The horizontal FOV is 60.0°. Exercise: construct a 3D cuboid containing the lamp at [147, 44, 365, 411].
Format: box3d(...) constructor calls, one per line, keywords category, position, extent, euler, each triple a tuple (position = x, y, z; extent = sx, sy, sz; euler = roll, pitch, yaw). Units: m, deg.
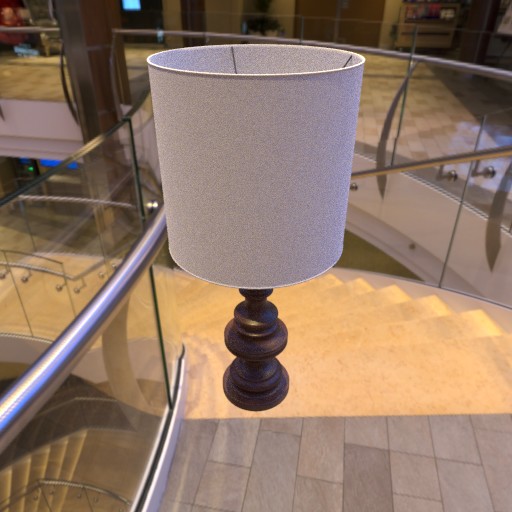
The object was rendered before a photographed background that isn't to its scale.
box3d(category="lamp", position=(0.000, 0.000, 0.551), extent=(0.208, 0.455, 0.208), euler=(-20, 37, -30))
